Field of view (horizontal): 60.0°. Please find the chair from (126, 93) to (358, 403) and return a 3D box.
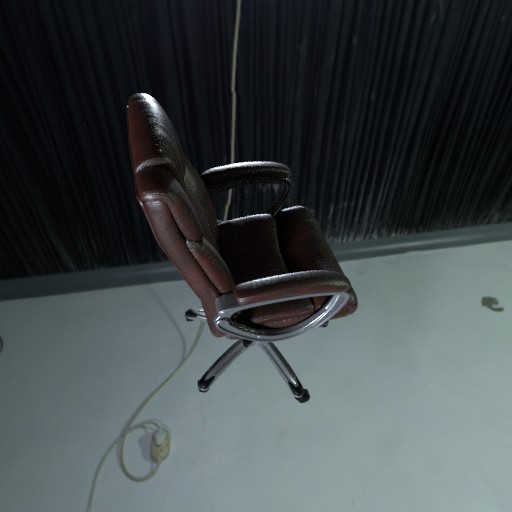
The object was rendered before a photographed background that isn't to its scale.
[{"bbox_3d":[0.000,0.000,1.594,0.692,1.128,0.656,-10,47,-10],"label":"chair"}]
